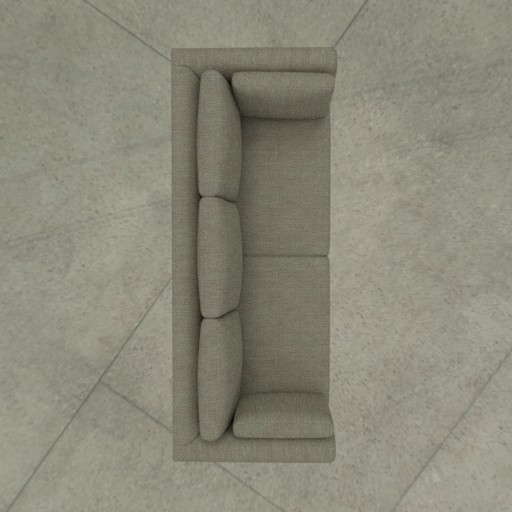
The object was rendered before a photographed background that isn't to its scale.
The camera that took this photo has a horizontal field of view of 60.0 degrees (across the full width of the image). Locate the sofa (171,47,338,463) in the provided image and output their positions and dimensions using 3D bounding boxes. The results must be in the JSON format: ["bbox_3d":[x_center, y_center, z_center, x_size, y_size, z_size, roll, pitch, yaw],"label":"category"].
[{"bbox_3d":[0.000,0.000,2.882,0.969,0.867,2.415,0,91,1],"label":"sofa"}]
